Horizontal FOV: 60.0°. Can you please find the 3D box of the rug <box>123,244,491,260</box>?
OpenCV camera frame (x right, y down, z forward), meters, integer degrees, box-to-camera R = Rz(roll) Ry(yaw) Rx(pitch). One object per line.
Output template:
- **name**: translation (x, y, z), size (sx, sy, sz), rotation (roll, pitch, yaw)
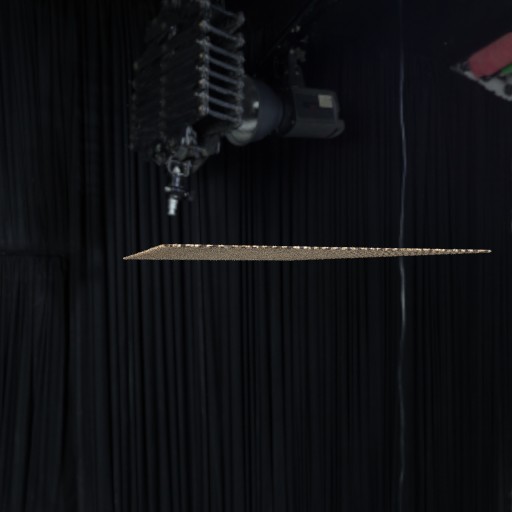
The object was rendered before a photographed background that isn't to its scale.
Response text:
- **rug**: translation (0.000, 0.000, 2.294), size (1.219, 0.008, 1.828), rotation (1, -2, -20)
